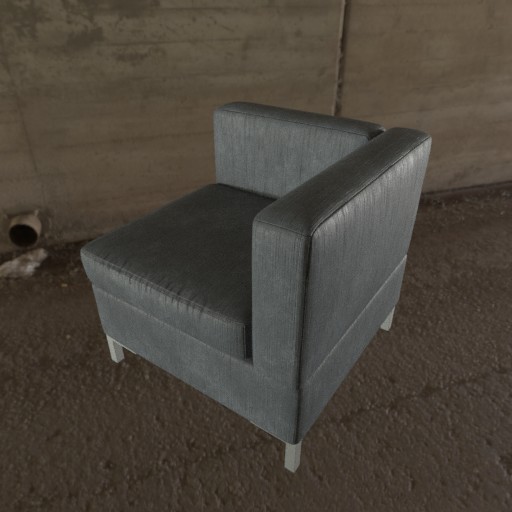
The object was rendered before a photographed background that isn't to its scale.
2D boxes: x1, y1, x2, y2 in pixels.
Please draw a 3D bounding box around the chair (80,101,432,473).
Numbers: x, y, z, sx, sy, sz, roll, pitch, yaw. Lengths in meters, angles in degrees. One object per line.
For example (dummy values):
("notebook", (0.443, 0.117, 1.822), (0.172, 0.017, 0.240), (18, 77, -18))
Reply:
("chair", (0.000, 0.000, 1.226), (0.680, 0.660, 0.680), (20, 37, 29))
